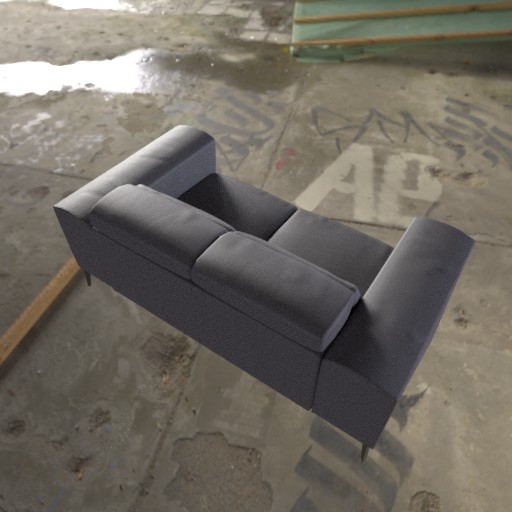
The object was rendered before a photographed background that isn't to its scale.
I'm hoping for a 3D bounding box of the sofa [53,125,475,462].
[{"bbox_3d":[0.000,0.000,2.354,1.895,0.779,1.003,26,52,23],"label":"sofa"}]
